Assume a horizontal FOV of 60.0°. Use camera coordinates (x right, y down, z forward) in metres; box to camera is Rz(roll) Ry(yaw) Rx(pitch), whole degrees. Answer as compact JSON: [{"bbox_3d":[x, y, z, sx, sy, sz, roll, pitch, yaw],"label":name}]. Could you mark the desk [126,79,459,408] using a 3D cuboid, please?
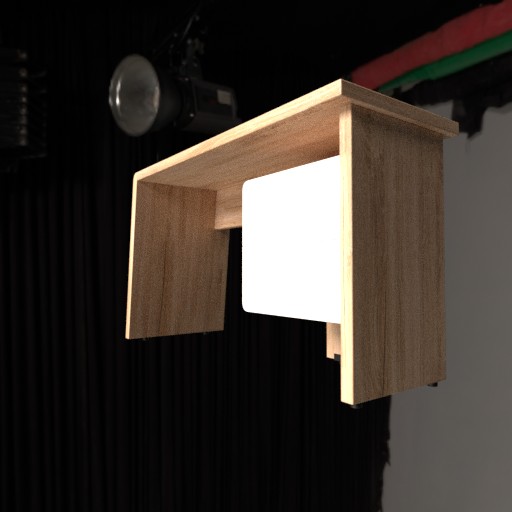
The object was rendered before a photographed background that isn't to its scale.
[{"bbox_3d":[0.000,0.000,1.645,0.500,0.750,1.300,1,-2,-37],"label":"desk"}]
